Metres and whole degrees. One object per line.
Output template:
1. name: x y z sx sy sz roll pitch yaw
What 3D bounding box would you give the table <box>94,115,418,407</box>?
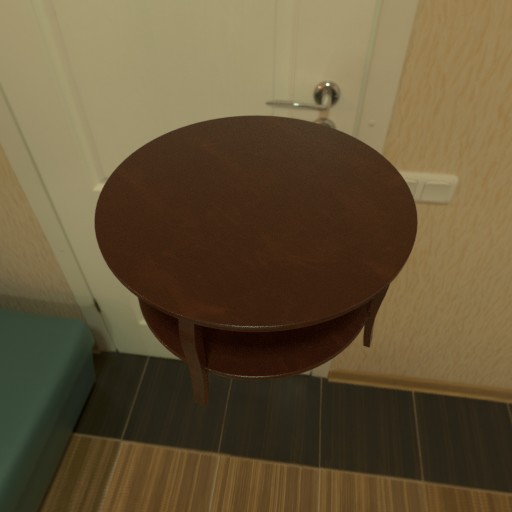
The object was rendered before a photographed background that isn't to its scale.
1. table: 0.000 0.000 1.471 0.911 0.512 0.911 0 47 0
